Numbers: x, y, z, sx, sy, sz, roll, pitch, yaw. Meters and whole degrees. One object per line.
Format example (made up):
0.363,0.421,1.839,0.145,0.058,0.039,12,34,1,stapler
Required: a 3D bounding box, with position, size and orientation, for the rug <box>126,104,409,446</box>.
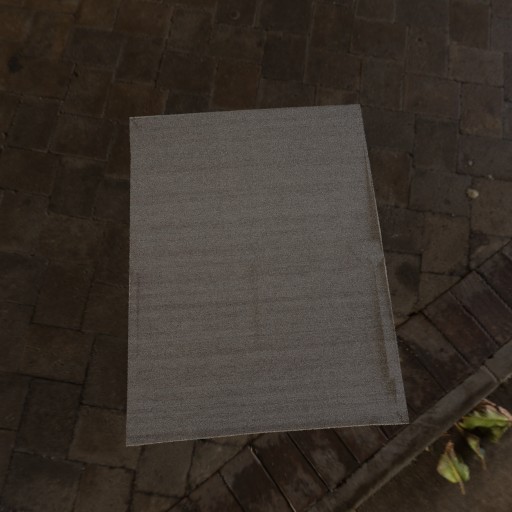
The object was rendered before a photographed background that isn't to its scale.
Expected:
0.000,0.000,4.979,2.873,0.053,3.778,-4,74,-1,rug
